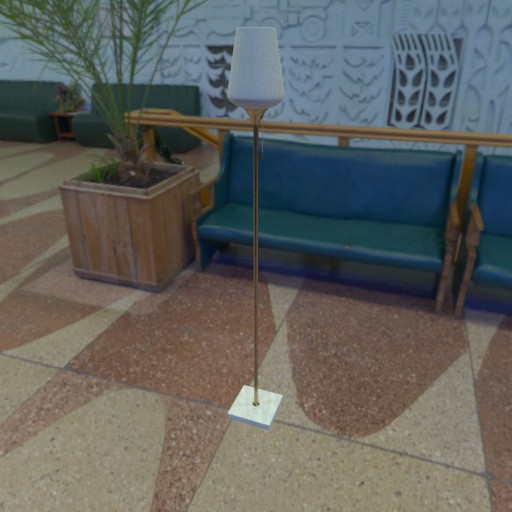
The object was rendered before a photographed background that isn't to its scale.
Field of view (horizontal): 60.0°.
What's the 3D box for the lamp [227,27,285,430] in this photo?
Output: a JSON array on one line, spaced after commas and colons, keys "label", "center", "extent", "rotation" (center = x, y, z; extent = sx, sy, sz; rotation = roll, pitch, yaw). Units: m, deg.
[{"label": "lamp", "center": [0.000, 0.000, 1.981], "extent": [0.232, 1.813, 0.229], "rotation": [9, 27, 19]}]
